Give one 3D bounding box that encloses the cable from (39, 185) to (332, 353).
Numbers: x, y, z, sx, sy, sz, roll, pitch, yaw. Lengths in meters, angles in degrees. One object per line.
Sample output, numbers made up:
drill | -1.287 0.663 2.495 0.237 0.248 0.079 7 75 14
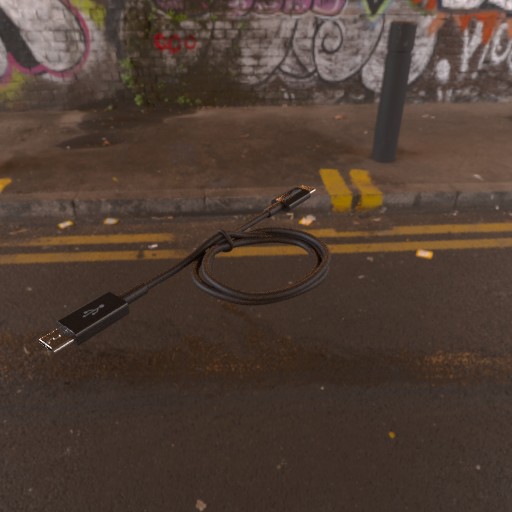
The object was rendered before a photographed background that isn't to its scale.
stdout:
cable | 0.000 0.000 0.218 0.070 0.014 0.192 21 37 31
